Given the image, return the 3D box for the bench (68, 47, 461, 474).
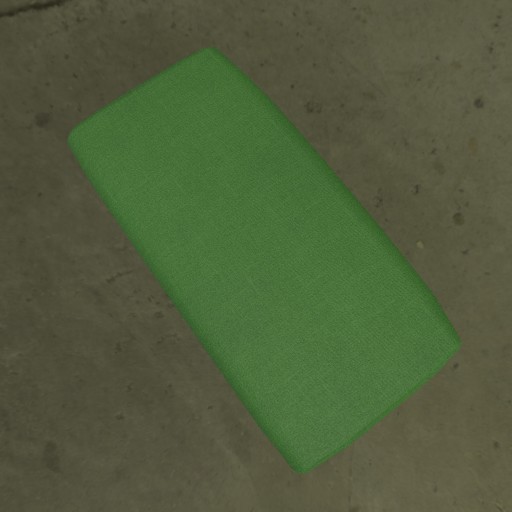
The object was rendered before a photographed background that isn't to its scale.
[{"bbox_3d":[0.000,0.000,1.251,0.505,0.501,0.989,-35,78,-9],"label":"bench"}]
